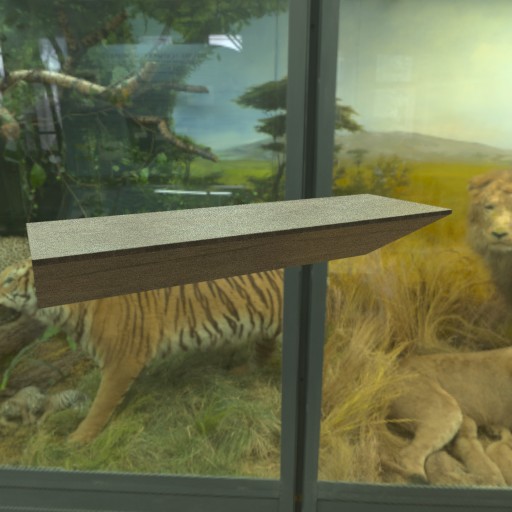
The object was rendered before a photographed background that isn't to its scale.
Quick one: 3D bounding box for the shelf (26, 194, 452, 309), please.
[{"bbox_3d":[0.000,0.000,0.679,0.610,0.125,0.200,-8,18,-27],"label":"shelf"}]
